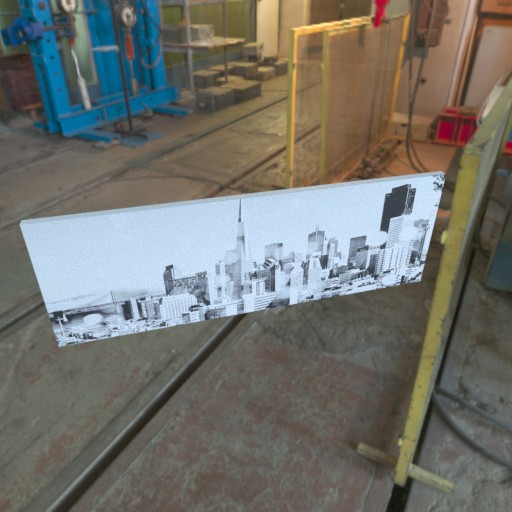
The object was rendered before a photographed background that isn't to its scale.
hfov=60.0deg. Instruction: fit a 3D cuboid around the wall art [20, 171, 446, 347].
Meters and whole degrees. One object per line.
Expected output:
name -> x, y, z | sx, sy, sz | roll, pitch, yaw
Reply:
wall art -> 0.000, 0.000, 1.687 | 1.520, 0.507, 0.039 | -9, 33, -13
